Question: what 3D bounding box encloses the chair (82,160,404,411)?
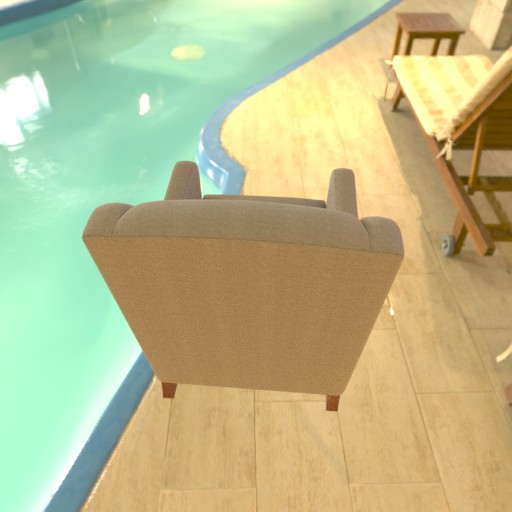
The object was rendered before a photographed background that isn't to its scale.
[{"bbox_3d":[0.000,0.000,1.593,0.715,1.017,0.890,3,45,3],"label":"chair"}]
